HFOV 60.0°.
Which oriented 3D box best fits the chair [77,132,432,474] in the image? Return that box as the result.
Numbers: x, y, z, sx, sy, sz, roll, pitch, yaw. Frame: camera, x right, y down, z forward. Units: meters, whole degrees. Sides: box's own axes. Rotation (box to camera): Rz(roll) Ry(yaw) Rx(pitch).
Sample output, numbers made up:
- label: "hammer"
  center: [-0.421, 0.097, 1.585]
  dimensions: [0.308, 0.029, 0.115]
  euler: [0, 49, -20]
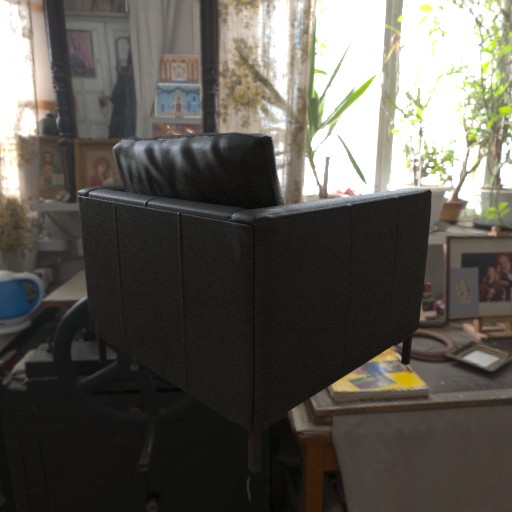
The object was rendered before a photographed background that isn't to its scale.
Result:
- label: "chair"
  center: [0.000, 0.000, 1.499]
  dimensions: [0.967, 0.824, 0.861]
  euler: [13, 19, 43]
